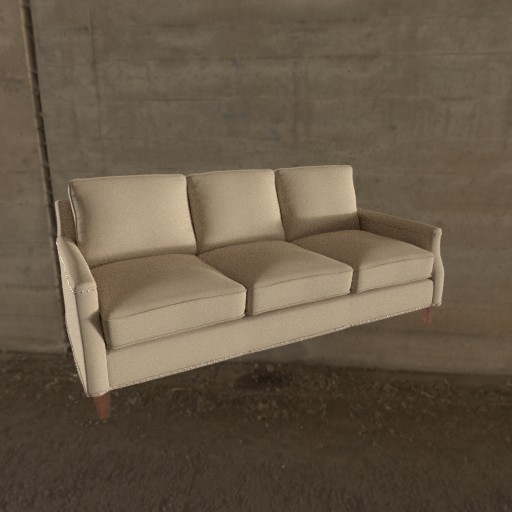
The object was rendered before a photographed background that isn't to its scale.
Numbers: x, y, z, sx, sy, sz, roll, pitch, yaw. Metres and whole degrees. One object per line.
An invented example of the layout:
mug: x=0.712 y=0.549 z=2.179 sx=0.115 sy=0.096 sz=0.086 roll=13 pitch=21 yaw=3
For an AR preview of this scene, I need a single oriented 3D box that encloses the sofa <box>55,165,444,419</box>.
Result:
sofa: x=0.000 y=0.000 z=2.777 sx=2.246 sy=1.003 sz=1.084 roll=-9 pitch=19 yaw=-27
